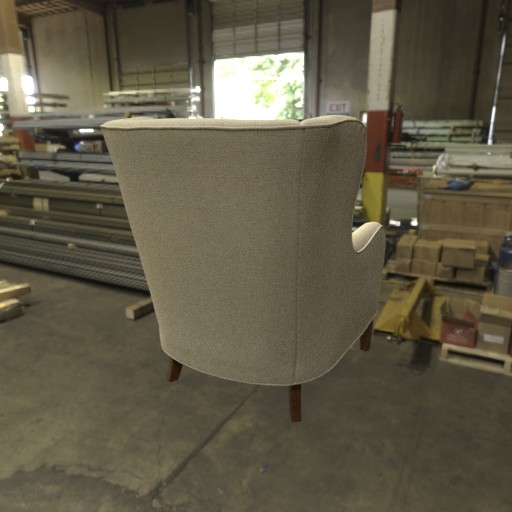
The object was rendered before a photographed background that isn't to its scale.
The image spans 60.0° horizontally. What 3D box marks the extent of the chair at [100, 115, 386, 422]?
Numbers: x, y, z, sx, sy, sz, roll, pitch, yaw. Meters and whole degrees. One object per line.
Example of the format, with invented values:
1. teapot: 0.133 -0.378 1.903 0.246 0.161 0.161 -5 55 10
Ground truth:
1. chair: 0.000 0.000 1.738 0.838 1.040 0.966 9 18 27
